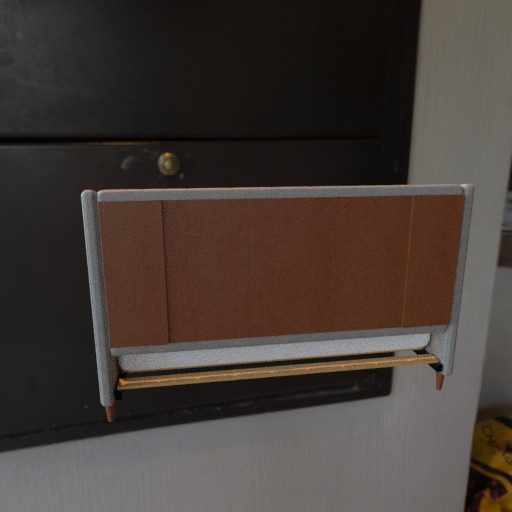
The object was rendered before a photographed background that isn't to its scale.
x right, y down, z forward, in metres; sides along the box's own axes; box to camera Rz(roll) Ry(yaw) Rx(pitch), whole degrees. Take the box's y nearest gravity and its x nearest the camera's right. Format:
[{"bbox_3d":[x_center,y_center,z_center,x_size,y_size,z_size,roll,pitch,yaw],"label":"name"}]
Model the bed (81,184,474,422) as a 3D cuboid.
[{"bbox_3d":[0.000,0.000,3.506,2.062,1.289,2.342,-2,14,-9],"label":"bed"}]
